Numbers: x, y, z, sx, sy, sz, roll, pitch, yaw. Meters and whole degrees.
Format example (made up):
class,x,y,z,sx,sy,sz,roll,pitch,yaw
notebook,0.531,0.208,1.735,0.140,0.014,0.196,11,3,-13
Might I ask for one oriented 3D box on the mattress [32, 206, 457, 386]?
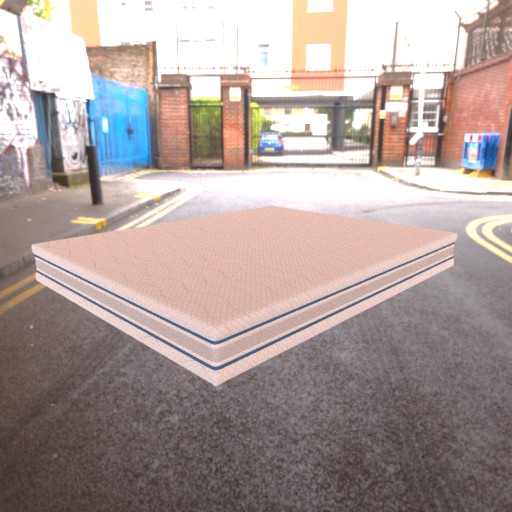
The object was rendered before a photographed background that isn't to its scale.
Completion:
class,x,y,z,sx,sy,sz,roll,pitch,yaw
mattress,0.000,0.000,2.672,1.600,0.230,2.000,15,21,43
